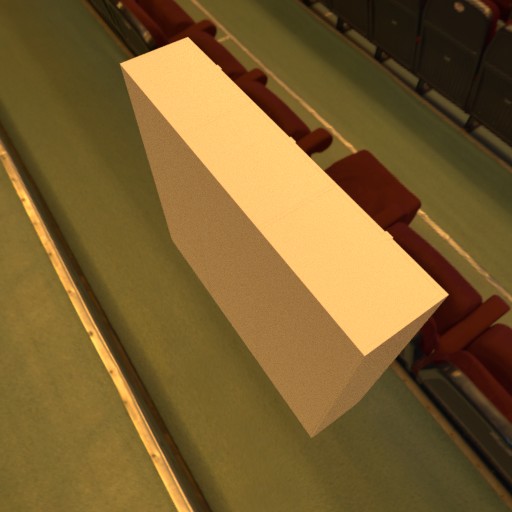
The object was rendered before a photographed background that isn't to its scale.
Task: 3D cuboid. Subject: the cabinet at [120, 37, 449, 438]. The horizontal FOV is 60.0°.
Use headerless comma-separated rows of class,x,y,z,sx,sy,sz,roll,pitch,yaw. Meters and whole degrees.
cabinet,0.000,0.000,3.803,0.590,2.370,2.700,-30,63,-17
